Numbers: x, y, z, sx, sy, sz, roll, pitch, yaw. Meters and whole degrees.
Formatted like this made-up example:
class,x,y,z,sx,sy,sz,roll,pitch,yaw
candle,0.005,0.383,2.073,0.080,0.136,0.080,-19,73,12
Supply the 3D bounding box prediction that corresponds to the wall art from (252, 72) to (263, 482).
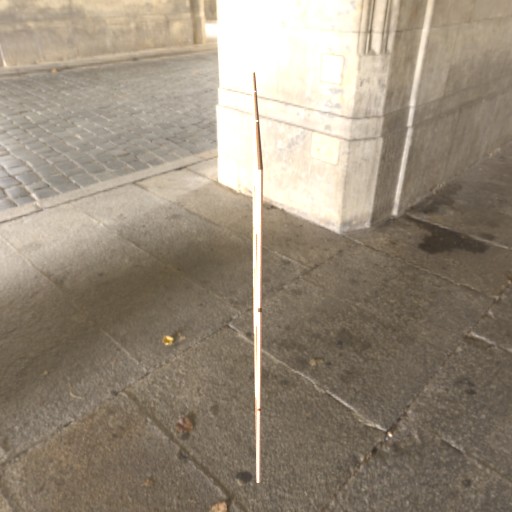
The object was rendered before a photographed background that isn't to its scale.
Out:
class,x,y,z,sx,sy,sz,roll,pitch,yaw
wall art,0.000,0.000,1.831,0.013,1.218,1.216,0,32,-1
